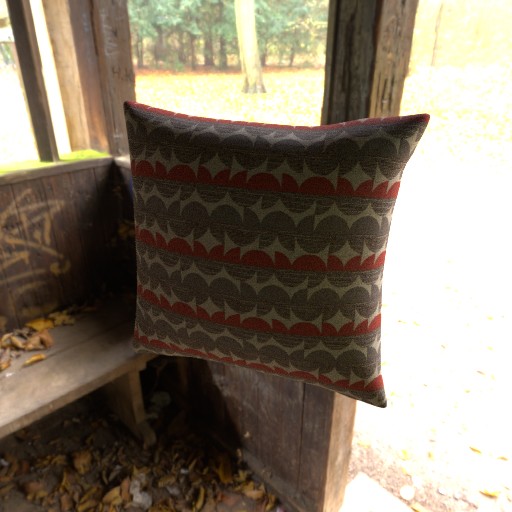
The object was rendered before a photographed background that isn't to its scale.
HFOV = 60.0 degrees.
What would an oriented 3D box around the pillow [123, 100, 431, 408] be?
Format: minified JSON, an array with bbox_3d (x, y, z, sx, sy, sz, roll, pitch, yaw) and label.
[{"bbox_3d":[0.000,0.000,0.642,0.420,0.410,0.180,8,28,15],"label":"pillow"}]
